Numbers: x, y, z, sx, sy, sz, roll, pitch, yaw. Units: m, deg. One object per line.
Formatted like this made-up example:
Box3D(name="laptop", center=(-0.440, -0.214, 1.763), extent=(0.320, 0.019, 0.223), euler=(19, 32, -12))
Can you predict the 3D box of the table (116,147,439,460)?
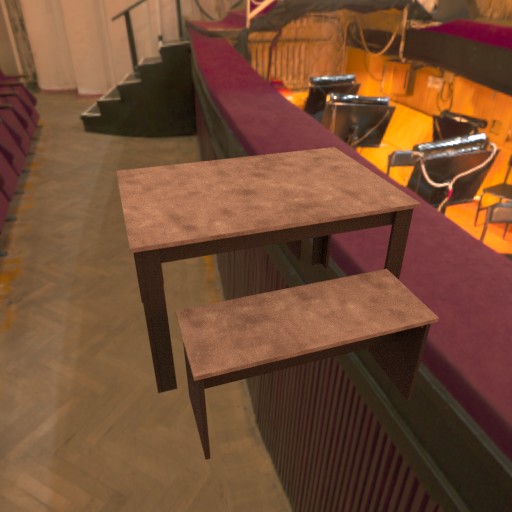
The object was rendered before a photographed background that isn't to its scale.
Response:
Box3D(name="table", center=(0.000, 0.000, 2.052), extent=(1.100, 0.700, 1.443), euler=(-10, 33, -16))
